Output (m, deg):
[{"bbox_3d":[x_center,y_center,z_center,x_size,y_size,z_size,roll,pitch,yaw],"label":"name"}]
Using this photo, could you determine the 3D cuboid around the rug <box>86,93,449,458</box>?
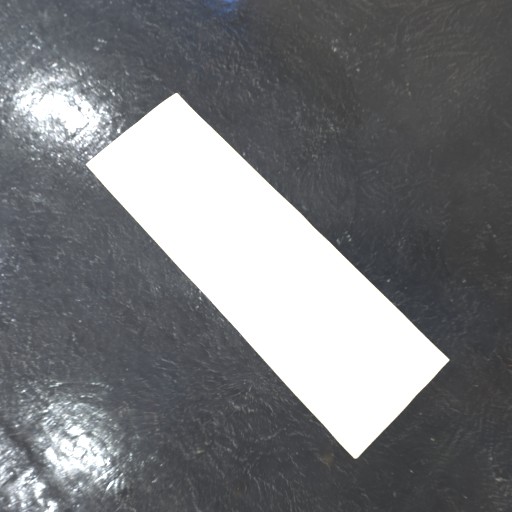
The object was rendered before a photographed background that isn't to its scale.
[{"bbox_3d":[0.000,0.000,2.734,0.793,0.014,2.450,-42,79,-10],"label":"rug"}]
